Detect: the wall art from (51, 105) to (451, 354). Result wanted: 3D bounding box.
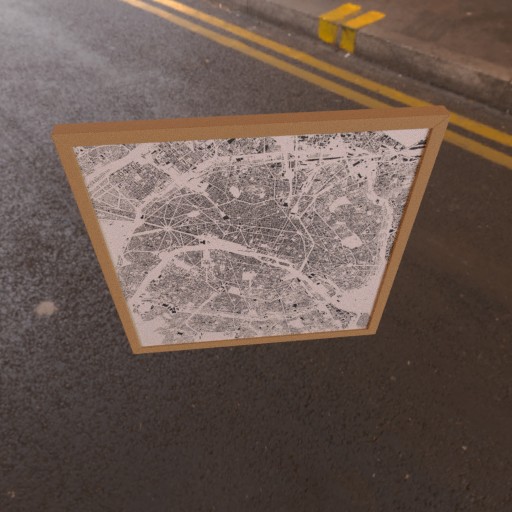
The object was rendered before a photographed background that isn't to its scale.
[{"bbox_3d":[0.000,0.000,1.127,0.761,0.761,0.037,-4,46,-4],"label":"wall art"}]
